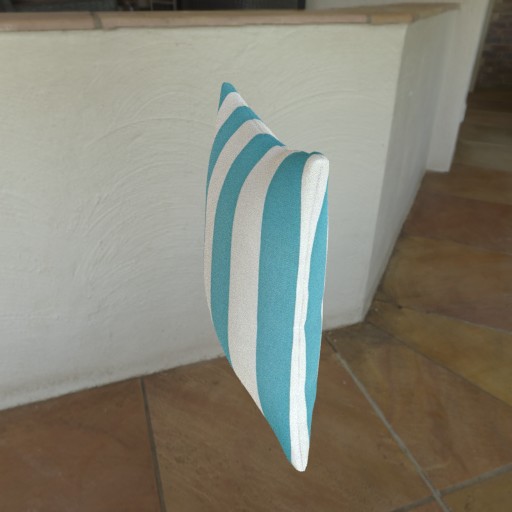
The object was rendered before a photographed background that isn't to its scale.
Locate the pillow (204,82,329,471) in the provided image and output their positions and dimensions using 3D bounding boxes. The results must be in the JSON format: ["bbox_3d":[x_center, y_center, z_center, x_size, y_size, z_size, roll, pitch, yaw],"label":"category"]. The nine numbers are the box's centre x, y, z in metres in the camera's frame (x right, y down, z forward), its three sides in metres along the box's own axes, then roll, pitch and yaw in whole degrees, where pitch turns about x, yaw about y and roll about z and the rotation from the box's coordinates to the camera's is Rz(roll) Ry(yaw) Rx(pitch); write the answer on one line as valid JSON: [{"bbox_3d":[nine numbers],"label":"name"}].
[{"bbox_3d":[0.000,0.000,0.815,0.189,0.526,0.536,-8,31,-14],"label":"pillow"}]
